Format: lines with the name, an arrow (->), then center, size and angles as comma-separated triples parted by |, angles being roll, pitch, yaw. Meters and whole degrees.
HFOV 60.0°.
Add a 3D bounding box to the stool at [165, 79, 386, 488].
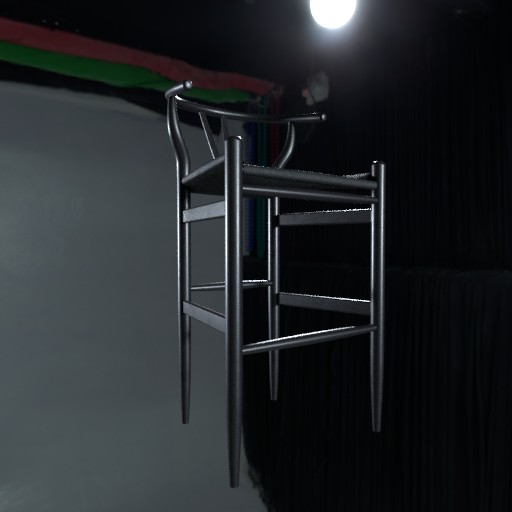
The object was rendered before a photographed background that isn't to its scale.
stool -> 0.000, 0.000, 1.410 | 0.569, 1.072, 0.579 | -1, 2, -36
